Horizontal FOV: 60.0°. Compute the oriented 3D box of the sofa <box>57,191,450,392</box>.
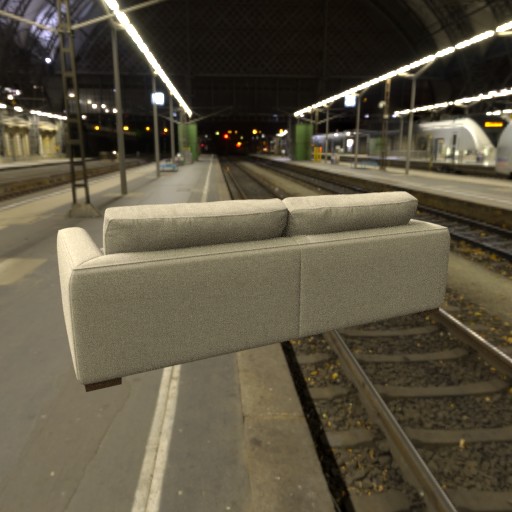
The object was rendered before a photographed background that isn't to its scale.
[{"bbox_3d":[0.000,0.000,2.792,2.262,0.801,1.070,-7,15,-26],"label":"sofa"}]
